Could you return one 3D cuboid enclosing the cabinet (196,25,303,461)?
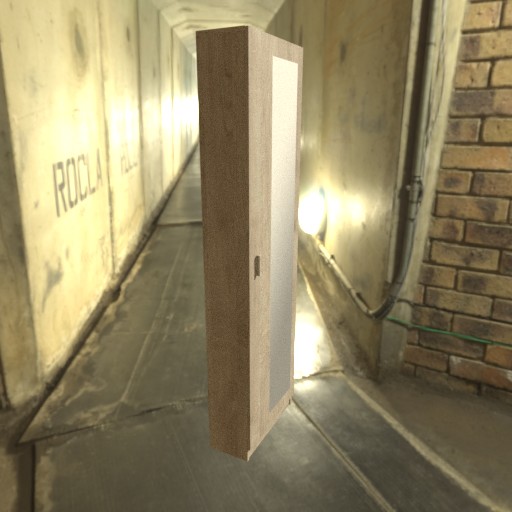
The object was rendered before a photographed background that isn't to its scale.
[{"bbox_3d":[0.000,0.000,2.012,0.230,1.790,0.500,8,18,27],"label":"cabinet"}]
